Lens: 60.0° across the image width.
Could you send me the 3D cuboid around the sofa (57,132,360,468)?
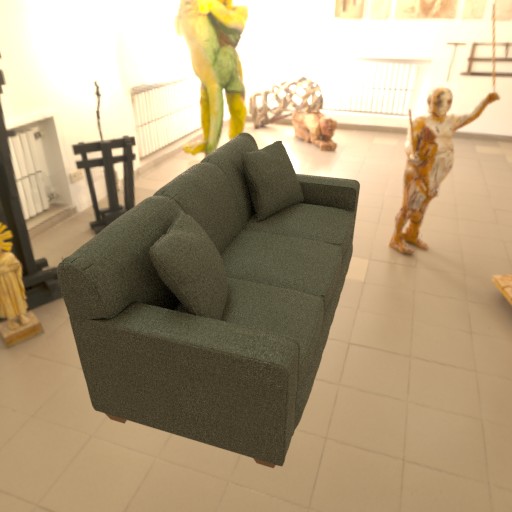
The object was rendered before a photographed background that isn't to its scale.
[{"bbox_3d":[0.000,0.000,2.606,0.997,0.958,2.024,10,31,16],"label":"sofa"}]
